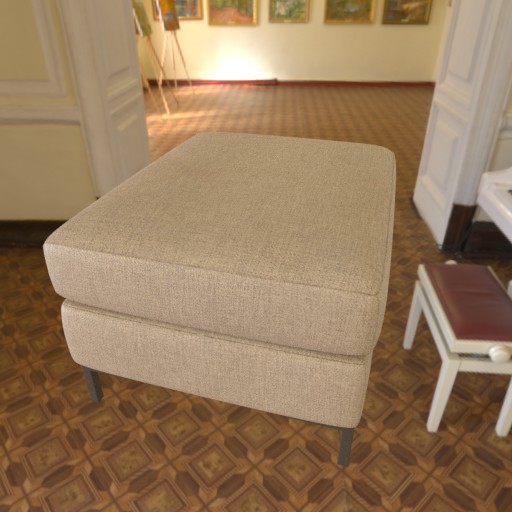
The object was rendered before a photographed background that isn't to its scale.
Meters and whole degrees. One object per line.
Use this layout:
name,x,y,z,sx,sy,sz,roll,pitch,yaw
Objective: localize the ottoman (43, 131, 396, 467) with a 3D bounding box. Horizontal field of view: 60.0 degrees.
ottoman,0.000,0.000,1.194,0.671,0.490,0.820,9,32,14
